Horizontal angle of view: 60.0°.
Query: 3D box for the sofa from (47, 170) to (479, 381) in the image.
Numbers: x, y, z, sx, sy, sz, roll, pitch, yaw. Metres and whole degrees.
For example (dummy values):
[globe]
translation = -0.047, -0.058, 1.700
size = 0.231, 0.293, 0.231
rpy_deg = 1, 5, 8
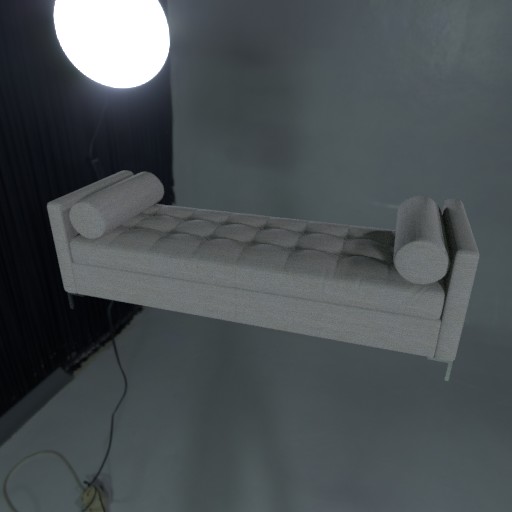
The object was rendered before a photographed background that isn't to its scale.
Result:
[sofa]
translation = 0.000, 0.000, 2.349
size = 1.981, 0.635, 0.686
rpy_deg = 8, 26, 16
